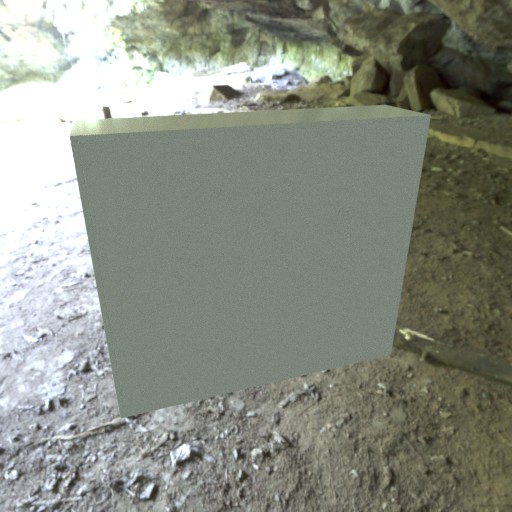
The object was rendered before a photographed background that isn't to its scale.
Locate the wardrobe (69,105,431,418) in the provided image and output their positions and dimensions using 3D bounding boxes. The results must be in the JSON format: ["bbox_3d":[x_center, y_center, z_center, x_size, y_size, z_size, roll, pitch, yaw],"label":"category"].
[{"bbox_3d":[0.000,0.000,1.979,1.340,1.200,0.360,-8,27,-17],"label":"wardrobe"}]
